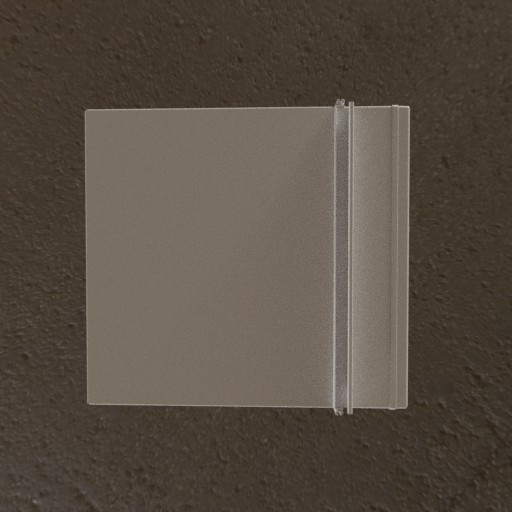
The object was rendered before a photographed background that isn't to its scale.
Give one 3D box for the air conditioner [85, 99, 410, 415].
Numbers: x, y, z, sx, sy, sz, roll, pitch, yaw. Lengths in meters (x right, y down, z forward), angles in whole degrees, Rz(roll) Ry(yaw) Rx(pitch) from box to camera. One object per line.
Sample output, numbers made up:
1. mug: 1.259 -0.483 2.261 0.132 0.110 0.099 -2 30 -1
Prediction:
1. air conditioner: 0.000 0.000 0.876 0.546 0.388 0.503 0 91 2
